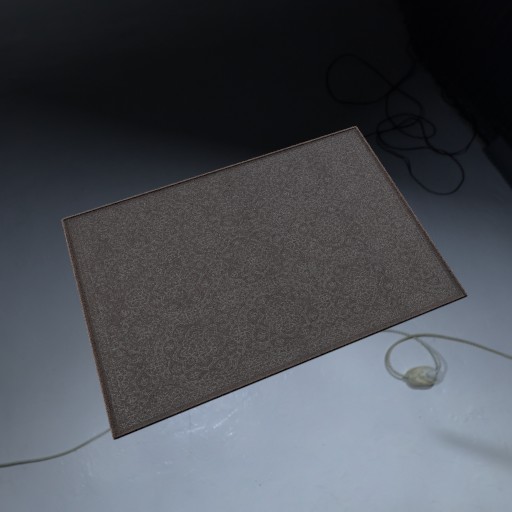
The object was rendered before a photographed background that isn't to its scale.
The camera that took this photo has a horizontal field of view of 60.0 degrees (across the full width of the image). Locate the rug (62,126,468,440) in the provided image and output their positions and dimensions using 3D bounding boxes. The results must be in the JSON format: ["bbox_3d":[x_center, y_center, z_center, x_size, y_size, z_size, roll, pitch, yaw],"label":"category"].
[{"bbox_3d":[0.000,0.000,2.931,2.286,0.011,1.524,-20,65,-10],"label":"rug"}]
